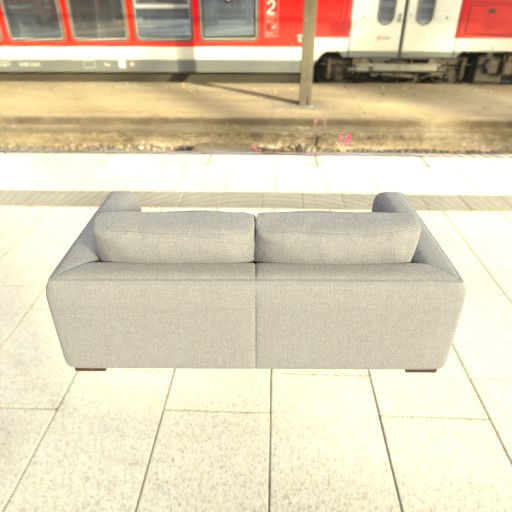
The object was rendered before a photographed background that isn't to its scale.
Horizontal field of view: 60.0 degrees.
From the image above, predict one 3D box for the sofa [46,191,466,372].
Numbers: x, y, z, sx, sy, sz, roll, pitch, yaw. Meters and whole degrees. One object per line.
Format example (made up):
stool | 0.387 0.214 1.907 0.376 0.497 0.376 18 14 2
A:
sofa | 0.000 0.000 2.494 1.920 0.800 1.069 0 31 0
